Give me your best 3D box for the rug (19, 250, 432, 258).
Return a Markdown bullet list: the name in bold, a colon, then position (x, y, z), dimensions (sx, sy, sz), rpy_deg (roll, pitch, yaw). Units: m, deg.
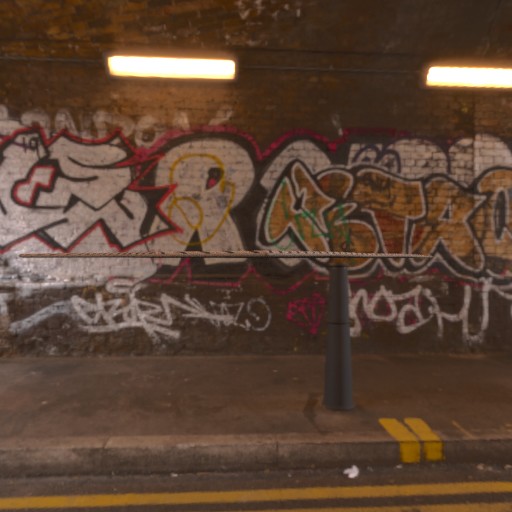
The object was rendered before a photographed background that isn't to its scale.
- **rug**: position (0.000, 0.000, 3.166), dimensions (1.829, 0.028, 2.449), rpy_deg (0, 0, 35)
